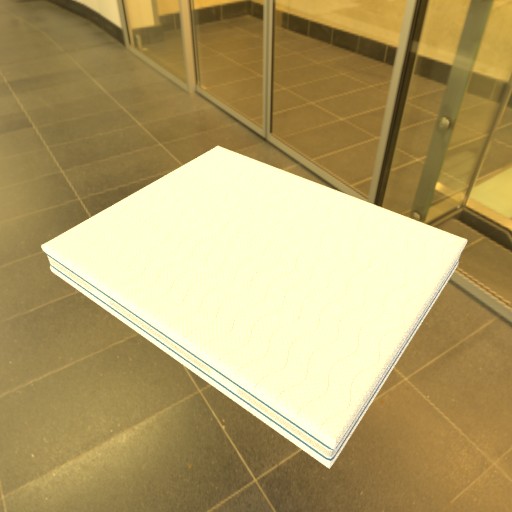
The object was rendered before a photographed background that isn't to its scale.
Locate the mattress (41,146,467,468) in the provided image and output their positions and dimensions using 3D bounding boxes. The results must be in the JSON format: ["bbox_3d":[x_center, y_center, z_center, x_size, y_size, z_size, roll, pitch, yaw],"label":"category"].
[{"bbox_3d":[0.000,0.000,2.720,2.000,0.230,1.600,27,48,27],"label":"mattress"}]
